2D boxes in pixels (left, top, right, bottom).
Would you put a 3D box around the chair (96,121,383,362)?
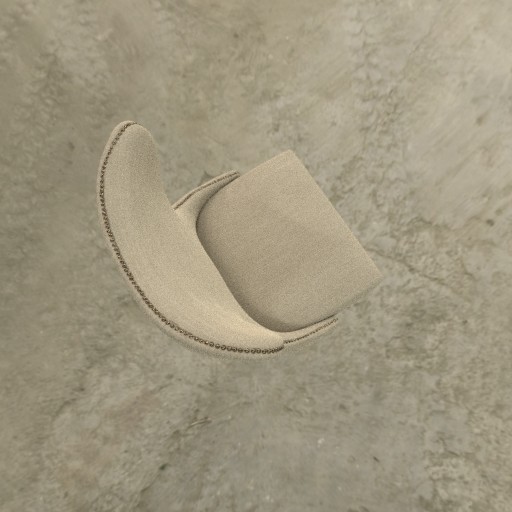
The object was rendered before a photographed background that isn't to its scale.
[{"bbox_3d":[0.000,0.000,1.362,0.635,0.967,0.628,-31,77,-8],"label":"chair"}]
